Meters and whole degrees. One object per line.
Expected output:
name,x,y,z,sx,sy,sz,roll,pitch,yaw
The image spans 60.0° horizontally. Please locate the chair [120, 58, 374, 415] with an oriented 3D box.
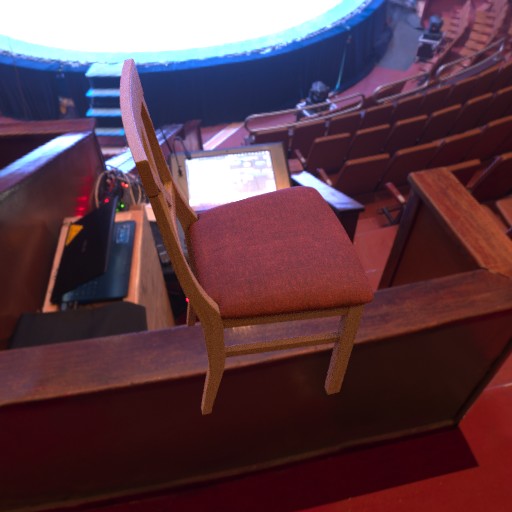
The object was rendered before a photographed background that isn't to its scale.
chair,0.000,0.000,1.147,0.492,0.912,0.439,-10,48,-10
